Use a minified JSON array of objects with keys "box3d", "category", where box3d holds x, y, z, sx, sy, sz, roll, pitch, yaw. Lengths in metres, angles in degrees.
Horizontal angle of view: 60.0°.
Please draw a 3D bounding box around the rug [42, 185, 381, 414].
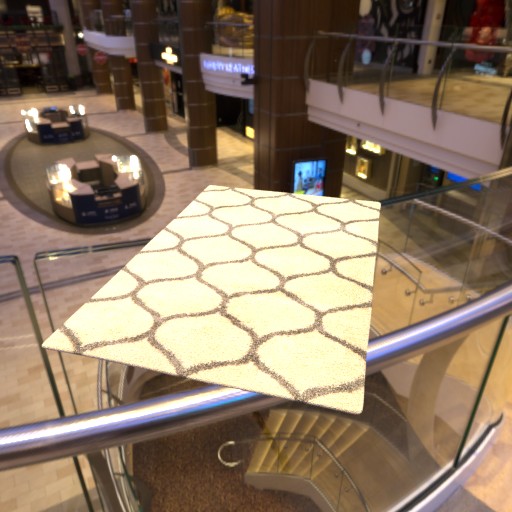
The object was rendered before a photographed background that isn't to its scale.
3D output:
[{"box3d":[0.000,0.000,3.446,1.801,0.026,2.701,8,30,14],"category":"rug"}]
